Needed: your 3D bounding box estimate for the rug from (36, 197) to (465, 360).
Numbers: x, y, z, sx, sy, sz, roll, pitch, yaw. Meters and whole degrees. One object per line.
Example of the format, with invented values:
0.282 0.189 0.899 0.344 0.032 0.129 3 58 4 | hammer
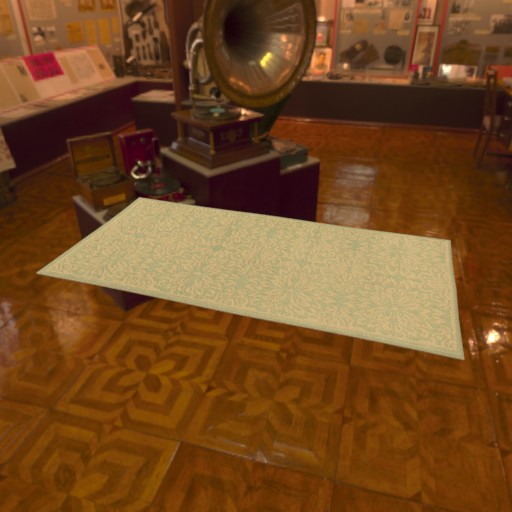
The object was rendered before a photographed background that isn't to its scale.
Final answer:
0.000 0.000 1.443 1.219 0.007 0.604 9 32 15 | rug
